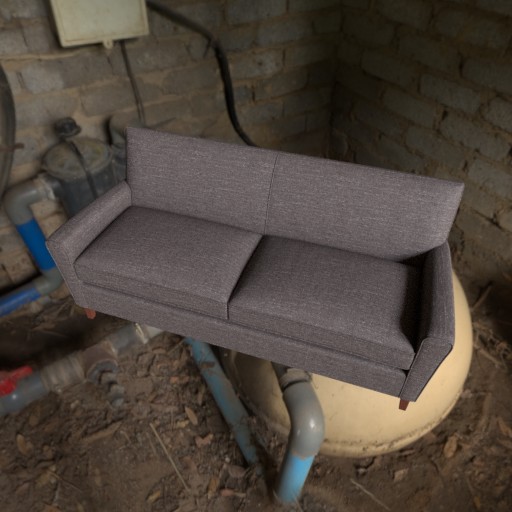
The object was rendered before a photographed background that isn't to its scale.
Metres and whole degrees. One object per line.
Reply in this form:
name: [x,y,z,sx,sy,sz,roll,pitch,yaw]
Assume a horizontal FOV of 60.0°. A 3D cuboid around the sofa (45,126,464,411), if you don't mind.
sofa: [0.000,0.000,2.415,1.976,0.846,0.875,13,44,14]
